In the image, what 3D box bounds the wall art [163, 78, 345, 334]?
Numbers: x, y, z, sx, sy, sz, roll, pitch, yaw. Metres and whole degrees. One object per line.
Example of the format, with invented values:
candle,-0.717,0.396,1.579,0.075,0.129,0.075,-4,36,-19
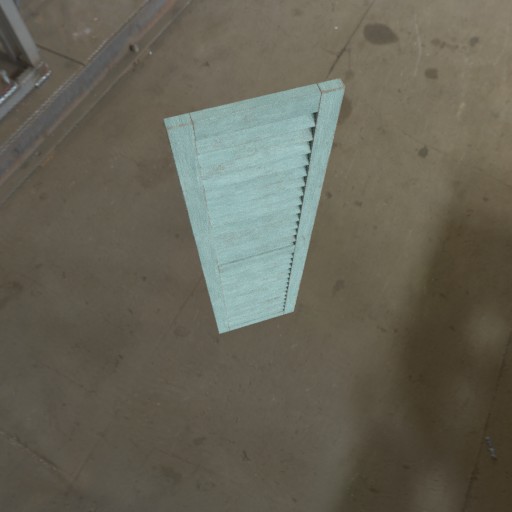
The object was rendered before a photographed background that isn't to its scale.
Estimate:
wall art,0.000,0.000,1.326,0.329,1.219,0.025,-16,65,-8
